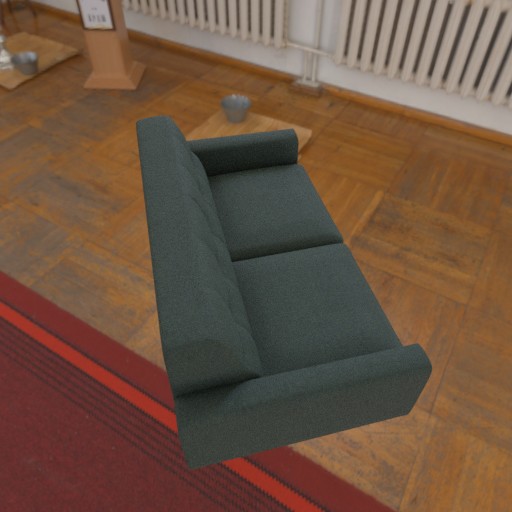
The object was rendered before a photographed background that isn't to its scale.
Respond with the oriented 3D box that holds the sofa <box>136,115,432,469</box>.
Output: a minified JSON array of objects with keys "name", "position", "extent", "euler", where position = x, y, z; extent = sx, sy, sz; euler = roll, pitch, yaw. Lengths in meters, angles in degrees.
[{"name":"sofa","position":[0.000,0.000,2.091],"extent":[0.909,0.841,1.631],"euler":[-10,47,-10]}]
